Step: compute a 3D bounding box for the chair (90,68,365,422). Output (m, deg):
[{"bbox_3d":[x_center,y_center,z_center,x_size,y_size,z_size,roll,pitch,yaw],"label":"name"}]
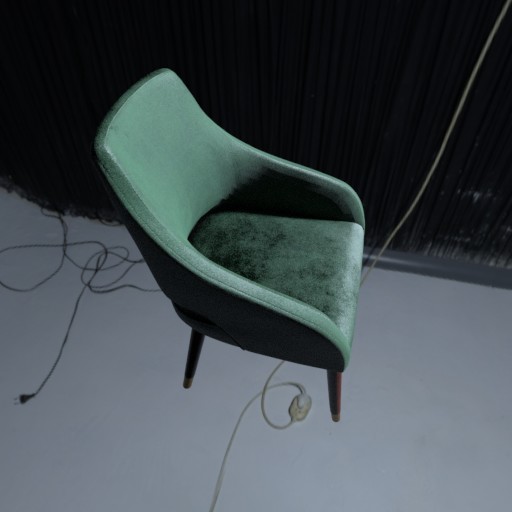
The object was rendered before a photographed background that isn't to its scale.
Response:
[{"bbox_3d":[0.000,0.000,1.550,0.794,1.081,0.683,10,47,9],"label":"chair"}]
